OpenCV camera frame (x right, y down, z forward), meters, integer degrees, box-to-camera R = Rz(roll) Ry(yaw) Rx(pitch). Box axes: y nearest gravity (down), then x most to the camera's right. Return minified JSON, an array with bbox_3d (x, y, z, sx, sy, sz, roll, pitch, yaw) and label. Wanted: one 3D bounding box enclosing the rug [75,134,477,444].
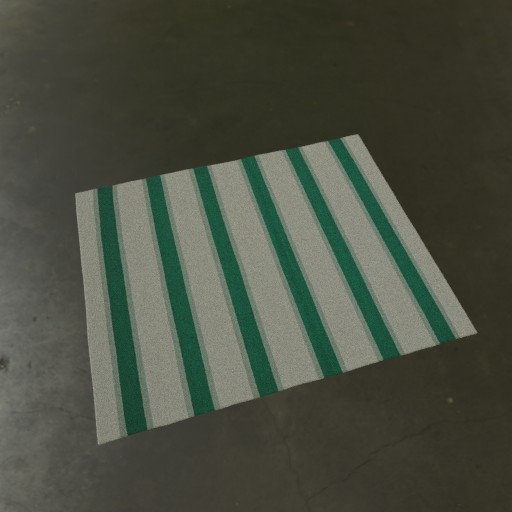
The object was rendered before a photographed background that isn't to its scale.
[{"bbox_3d":[0.000,0.000,4.000,3.041,0.019,2.434,-14,58,-9],"label":"rug"}]
